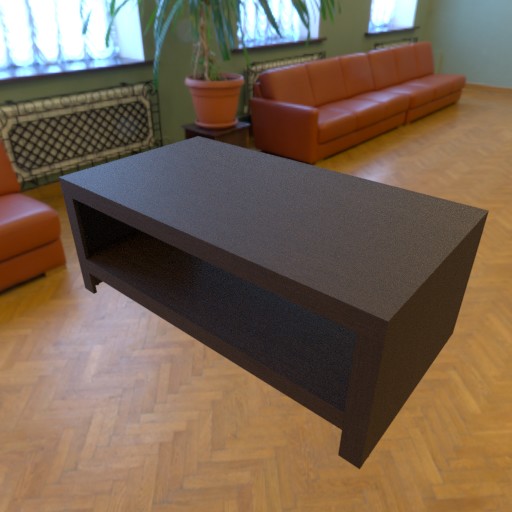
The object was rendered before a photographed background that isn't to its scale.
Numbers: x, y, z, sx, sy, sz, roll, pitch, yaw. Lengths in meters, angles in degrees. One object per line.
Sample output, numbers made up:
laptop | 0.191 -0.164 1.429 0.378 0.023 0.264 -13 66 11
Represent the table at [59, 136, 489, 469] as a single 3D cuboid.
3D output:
table | 0.000 0.000 1.380 1.099 0.424 0.597 23 38 33
